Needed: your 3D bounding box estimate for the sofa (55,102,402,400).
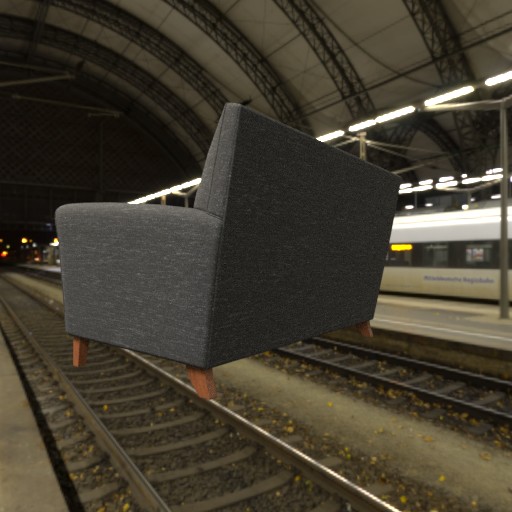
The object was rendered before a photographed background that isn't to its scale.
[{"bbox_3d":[0.000,0.000,1.988,0.875,0.846,1.420,0,0,36],"label":"sofa"}]
